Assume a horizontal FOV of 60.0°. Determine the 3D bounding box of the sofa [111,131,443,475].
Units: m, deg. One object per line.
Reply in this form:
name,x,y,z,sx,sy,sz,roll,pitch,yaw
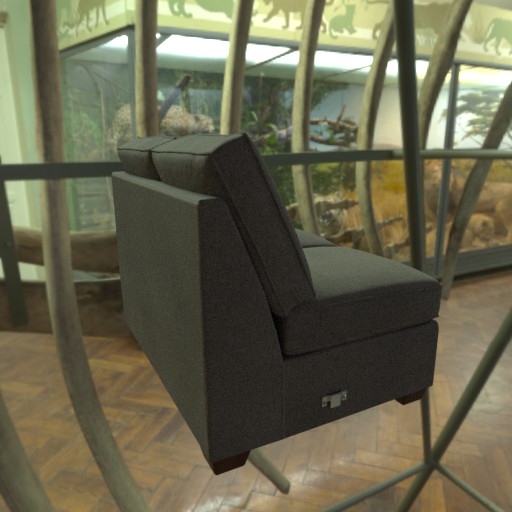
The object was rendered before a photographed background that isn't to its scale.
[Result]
sofa,0.000,0.000,1.915,0.951,1.008,1.237,-7,16,-26
